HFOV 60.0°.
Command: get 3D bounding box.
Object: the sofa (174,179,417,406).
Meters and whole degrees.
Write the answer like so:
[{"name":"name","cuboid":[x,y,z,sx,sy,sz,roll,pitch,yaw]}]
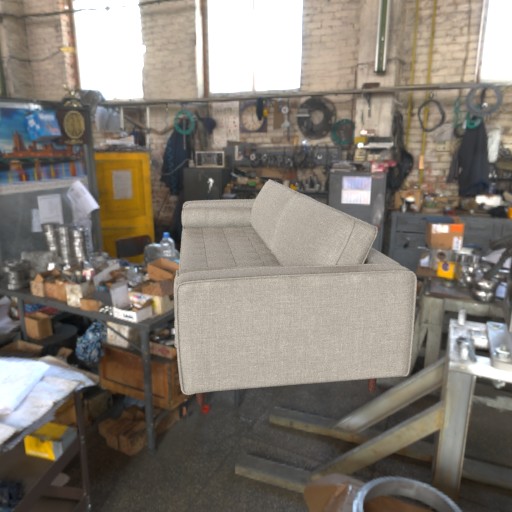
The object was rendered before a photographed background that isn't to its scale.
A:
[{"name":"sofa","cuboid":[0.000,0.000,2.663,0.914,0.762,2.211,-2,14,-8]}]
